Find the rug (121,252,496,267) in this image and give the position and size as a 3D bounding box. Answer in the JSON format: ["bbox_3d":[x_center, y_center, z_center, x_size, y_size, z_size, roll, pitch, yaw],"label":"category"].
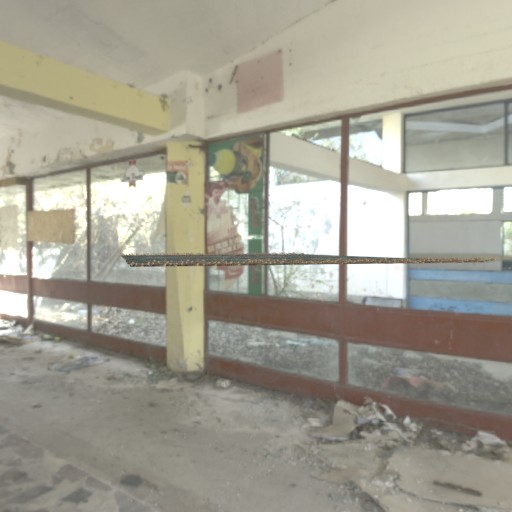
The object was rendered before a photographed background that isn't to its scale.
[{"bbox_3d":[0.000,0.000,4.218,2.418,0.047,3.307,0,1,-18],"label":"rug"}]
